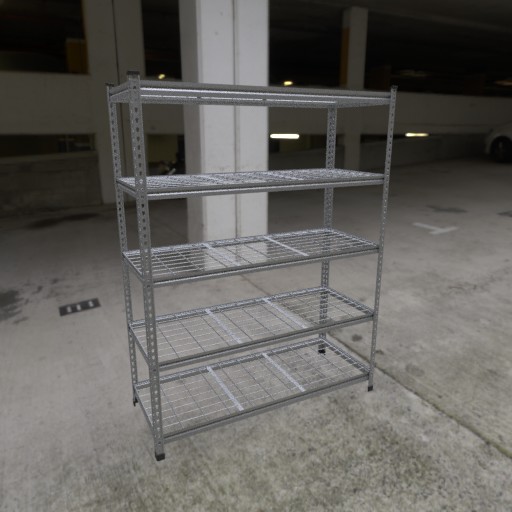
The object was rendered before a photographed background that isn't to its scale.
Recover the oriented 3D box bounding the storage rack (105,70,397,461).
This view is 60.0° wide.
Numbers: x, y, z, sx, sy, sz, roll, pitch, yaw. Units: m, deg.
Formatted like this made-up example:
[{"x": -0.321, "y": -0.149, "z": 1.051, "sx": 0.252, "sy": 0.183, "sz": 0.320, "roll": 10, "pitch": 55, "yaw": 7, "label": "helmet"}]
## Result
[{"x": 0.000, "y": 0.000, "z": 2.739, "sx": 1.524, "sy": 1.981, "sz": 0.610, "roll": -8, "pitch": 18, "yaw": -26, "label": "storage rack"}]
